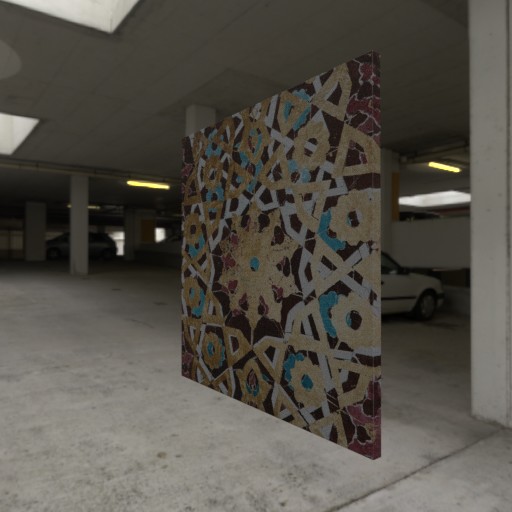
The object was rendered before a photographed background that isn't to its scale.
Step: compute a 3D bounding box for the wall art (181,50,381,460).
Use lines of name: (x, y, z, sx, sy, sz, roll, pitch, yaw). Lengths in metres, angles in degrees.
wall art: (0.000, 0.000, 1.133, 0.028, 0.762, 0.757, 0, -1, -37)
